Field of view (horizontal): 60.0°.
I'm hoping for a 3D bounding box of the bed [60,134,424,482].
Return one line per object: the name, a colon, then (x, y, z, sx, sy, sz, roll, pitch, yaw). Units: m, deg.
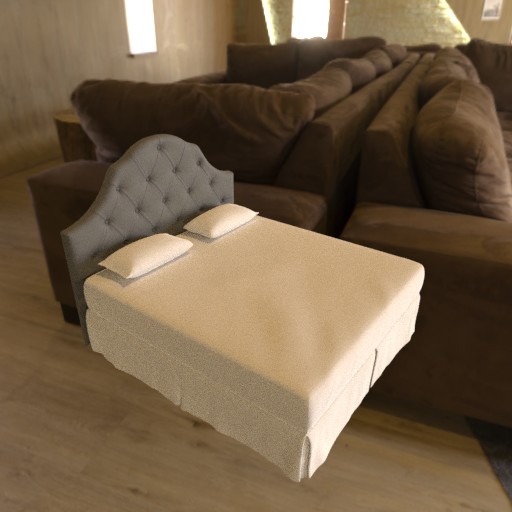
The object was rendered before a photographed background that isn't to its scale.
bed: (0.000, 0.000, 3.544, 2.214, 1.615, 2.008, 19, 33, 32)
